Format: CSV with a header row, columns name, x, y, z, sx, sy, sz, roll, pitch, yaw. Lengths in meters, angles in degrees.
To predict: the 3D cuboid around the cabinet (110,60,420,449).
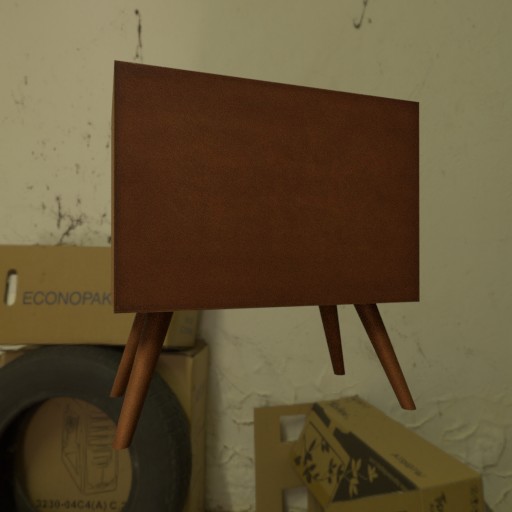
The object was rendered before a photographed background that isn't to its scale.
name,x,y,z,sx,sy,sz,roll,pitch,yaw
cabinet,0.000,0.000,1.146,0.712,0.748,0.388,0,0,-19
